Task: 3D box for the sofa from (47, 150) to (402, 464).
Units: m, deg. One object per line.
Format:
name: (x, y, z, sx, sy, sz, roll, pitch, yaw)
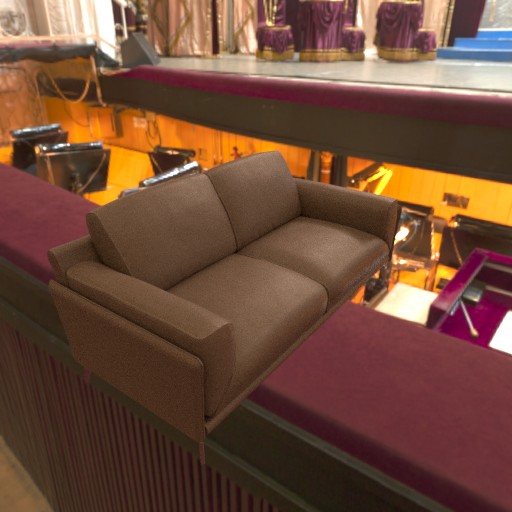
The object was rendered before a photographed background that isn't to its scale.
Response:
sofa: (0.000, 0.000, 2.694, 1.049, 0.930, 2.101, 18, 32, 32)
